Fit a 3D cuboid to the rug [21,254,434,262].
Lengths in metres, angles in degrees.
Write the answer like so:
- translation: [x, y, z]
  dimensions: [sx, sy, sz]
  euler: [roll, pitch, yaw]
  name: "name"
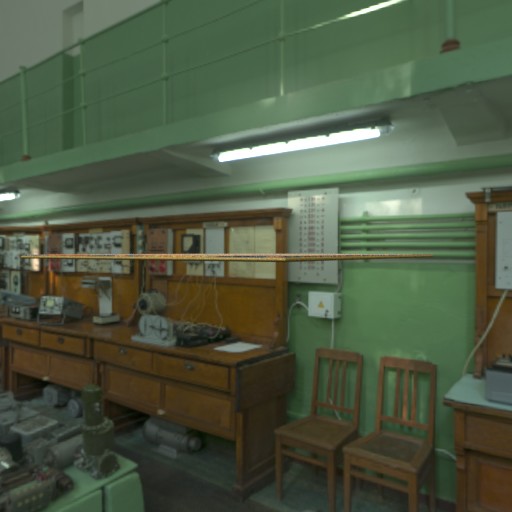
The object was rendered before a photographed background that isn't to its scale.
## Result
- translation: [0.000, 0.000, 4.067]
  dimensions: [2.435, 0.031, 3.040]
  euler: [0, 1, 35]
  name: "rug"
